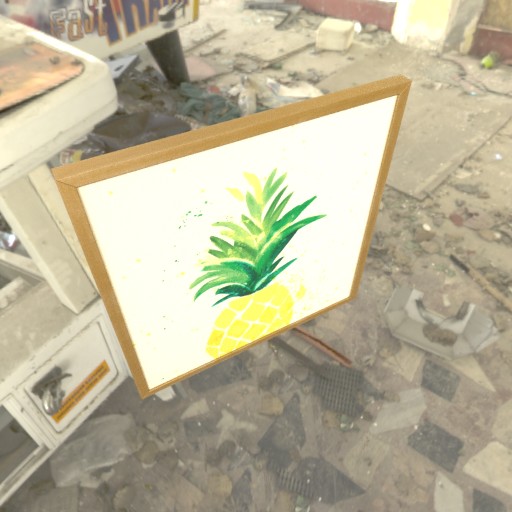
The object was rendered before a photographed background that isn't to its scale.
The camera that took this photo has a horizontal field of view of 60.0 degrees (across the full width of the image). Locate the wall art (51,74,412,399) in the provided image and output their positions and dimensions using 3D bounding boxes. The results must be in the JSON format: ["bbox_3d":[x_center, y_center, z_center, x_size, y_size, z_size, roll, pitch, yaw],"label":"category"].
[{"bbox_3d":[0.000,0.000,1.128,0.762,0.760,0.037,-22,50,-20],"label":"wall art"}]
